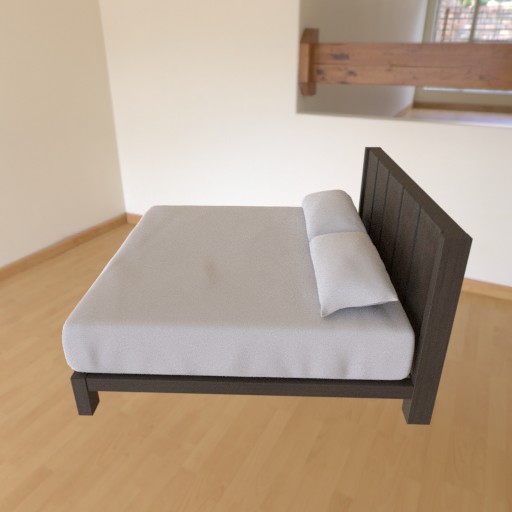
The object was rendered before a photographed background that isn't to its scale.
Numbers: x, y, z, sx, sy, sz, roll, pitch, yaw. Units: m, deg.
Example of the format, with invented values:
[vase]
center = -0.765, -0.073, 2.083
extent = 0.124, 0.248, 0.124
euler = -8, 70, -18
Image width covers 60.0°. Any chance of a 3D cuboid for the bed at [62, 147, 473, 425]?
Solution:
[bed]
center = 0.000, 0.000, 3.474
extent = 2.238, 1.261, 2.143
euler = 1, 26, 2
